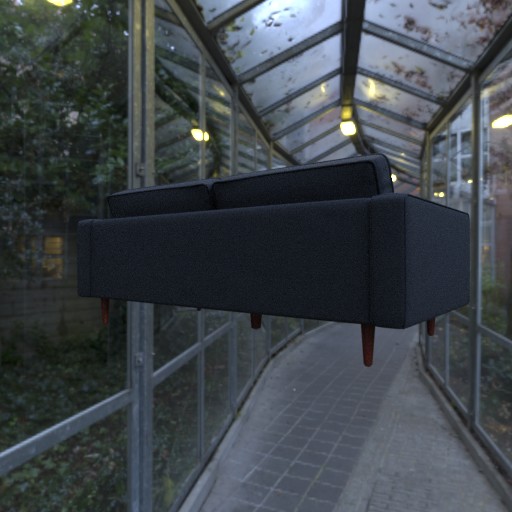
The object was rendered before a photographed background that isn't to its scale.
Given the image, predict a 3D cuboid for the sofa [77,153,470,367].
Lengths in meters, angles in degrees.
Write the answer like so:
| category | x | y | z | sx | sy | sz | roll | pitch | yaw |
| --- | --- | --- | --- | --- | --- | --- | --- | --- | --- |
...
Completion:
| category | x | y | z | sx | sy | sz | roll | pitch | yaw |
| --- | --- | --- | --- | --- | --- | --- | --- | --- | --- |
| sofa | 0.000 | 0.000 | 2.296 | 1.875 | 0.759 | 0.914 | 0 | 0 | 37 |
